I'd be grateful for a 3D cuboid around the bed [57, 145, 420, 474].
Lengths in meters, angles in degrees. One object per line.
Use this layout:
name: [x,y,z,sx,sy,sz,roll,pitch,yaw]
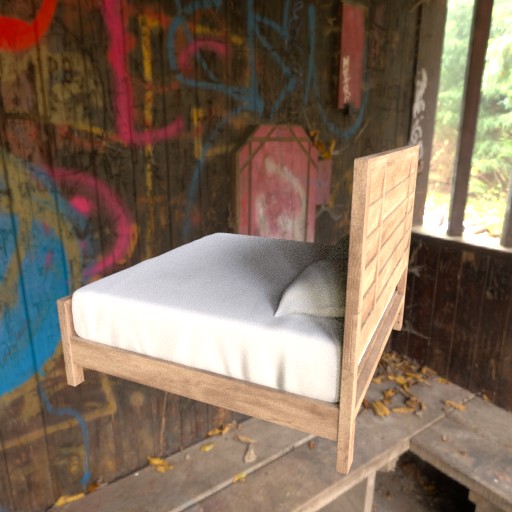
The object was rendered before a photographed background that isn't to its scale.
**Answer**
bed: [0.000,0.000,3.408,2.032,1.626,2.032,7,17,24]
